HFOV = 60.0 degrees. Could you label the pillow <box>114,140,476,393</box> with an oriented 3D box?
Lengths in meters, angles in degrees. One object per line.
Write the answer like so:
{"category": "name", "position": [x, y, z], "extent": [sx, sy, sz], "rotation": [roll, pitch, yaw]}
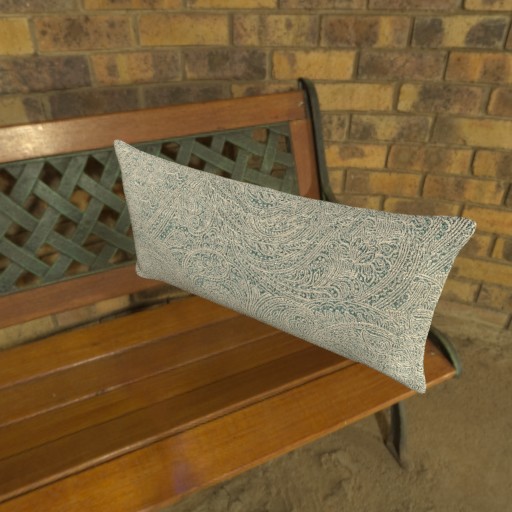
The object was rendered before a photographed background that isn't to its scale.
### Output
{"category": "pillow", "position": [0.000, 0.000, 0.737], "extent": [0.615, 0.295, 0.151], "rotation": [19, 36, 28]}
